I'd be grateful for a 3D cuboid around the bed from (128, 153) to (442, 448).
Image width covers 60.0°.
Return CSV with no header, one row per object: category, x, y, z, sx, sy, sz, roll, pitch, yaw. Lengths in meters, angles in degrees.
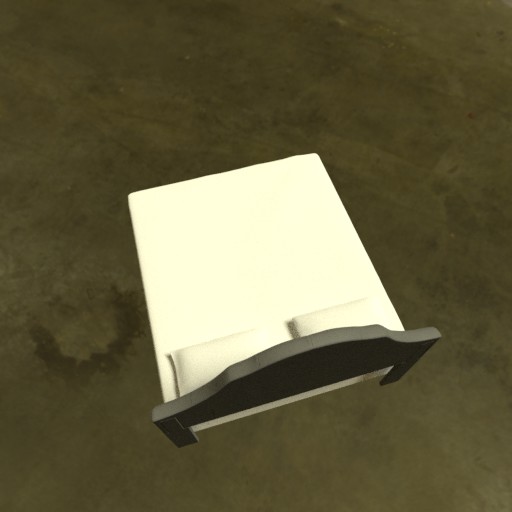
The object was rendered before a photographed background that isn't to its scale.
bed,0.000,0.000,3.596,2.008,1.615,2.214,-14,60,-8
